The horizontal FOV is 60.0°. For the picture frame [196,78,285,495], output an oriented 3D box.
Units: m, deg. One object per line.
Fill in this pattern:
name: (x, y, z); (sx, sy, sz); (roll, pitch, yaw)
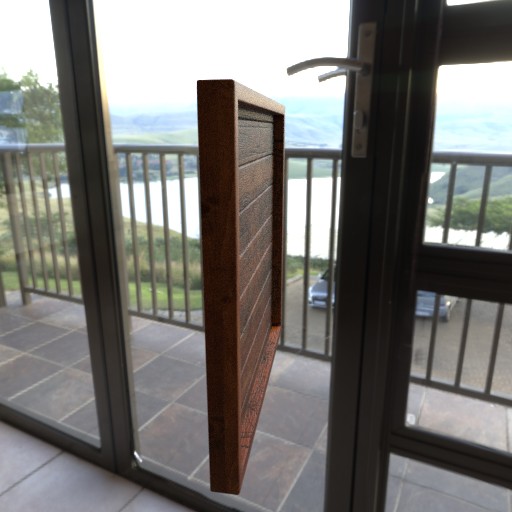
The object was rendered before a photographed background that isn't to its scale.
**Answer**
picture frame: (0.000, 0.000, 0.526); (0.028, 0.356, 0.352); (3, 16, 9)
